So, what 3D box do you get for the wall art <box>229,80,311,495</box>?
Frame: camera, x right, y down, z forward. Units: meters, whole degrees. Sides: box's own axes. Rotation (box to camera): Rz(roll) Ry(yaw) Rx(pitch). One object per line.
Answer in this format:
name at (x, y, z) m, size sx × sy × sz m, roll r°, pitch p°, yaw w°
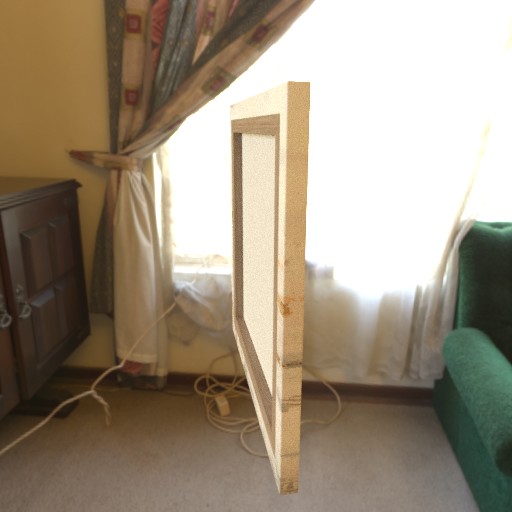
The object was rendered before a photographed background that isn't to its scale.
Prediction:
wall art at (0.000, 0.000, 1.118) m, size 0.038 × 0.755 × 0.753 m, roll -3°, pitch 16°, yaw -9°
